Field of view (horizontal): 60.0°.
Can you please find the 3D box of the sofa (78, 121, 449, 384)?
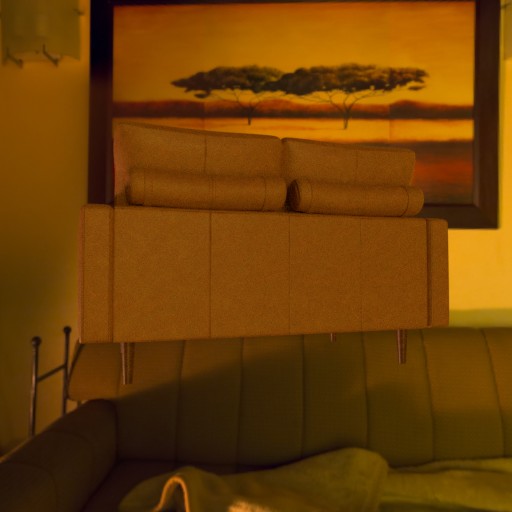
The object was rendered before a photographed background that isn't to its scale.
[{"bbox_3d":[0.000,0.000,1.962,1.430,0.898,0.868,1,-2,-18],"label":"sofa"}]
